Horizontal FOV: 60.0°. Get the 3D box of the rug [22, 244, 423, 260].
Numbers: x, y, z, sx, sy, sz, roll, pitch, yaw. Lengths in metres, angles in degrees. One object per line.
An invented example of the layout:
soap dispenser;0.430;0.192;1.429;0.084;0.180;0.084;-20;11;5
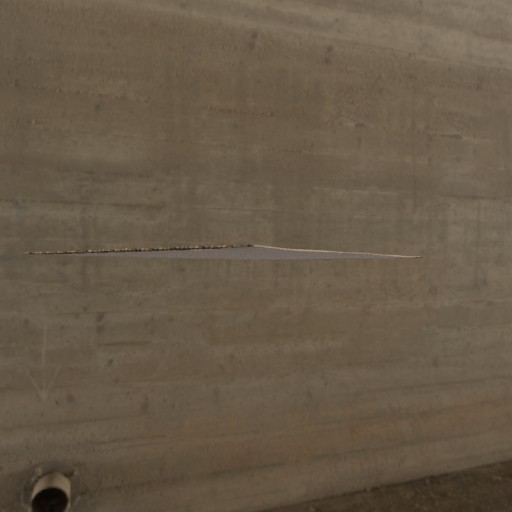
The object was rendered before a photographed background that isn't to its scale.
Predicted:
rug;0.000;0.000;2.335;1.218;0.017;1.861;-1;-2;36
